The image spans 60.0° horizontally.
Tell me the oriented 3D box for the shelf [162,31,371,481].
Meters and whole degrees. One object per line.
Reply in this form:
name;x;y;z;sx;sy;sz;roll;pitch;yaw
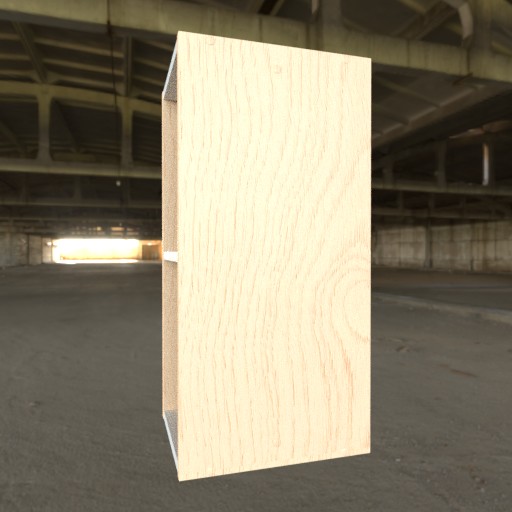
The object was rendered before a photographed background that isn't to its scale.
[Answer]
shelf;0.000;0.000;0.750;0.290;0.600;0.250;0;1;-17
